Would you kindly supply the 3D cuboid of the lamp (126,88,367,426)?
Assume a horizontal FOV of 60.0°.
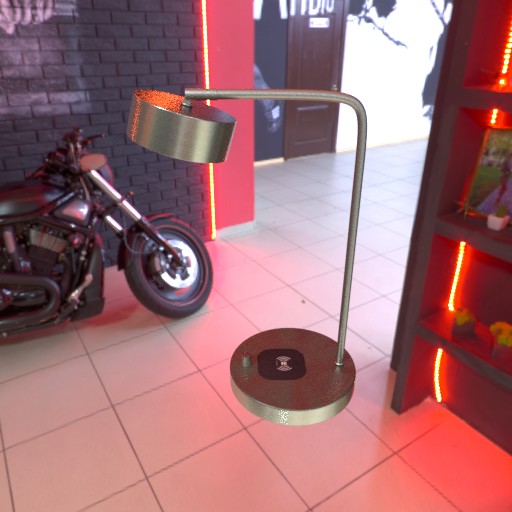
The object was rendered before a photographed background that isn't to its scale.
[{"bbox_3d":[0.000,0.000,0.660,0.334,0.469,0.211,0,26,-1],"label":"lamp"}]
